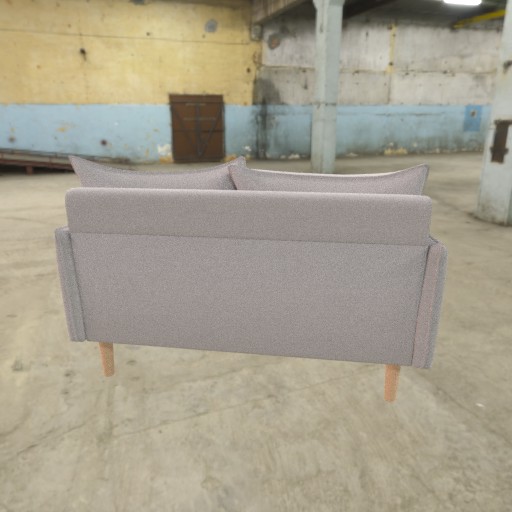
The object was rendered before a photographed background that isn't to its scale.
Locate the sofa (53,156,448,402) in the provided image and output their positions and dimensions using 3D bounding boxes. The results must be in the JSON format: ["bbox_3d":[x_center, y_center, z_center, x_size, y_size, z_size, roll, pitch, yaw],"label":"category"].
[{"bbox_3d":[0.000,0.000,1.837,1.300,0.840,0.820,3,17,8],"label":"sofa"}]
